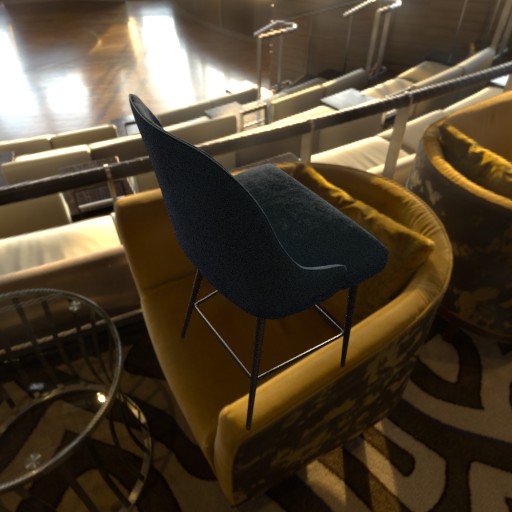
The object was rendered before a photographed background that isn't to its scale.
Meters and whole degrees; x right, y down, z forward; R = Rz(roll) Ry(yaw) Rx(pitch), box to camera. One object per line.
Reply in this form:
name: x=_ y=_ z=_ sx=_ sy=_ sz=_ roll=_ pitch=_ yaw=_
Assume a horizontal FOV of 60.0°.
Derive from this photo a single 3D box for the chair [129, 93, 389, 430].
chair: x=0.000 y=0.000 z=1.210 sx=0.489 sy=0.927 sz=0.526 roll=-26 pitch=49 yaw=-25
